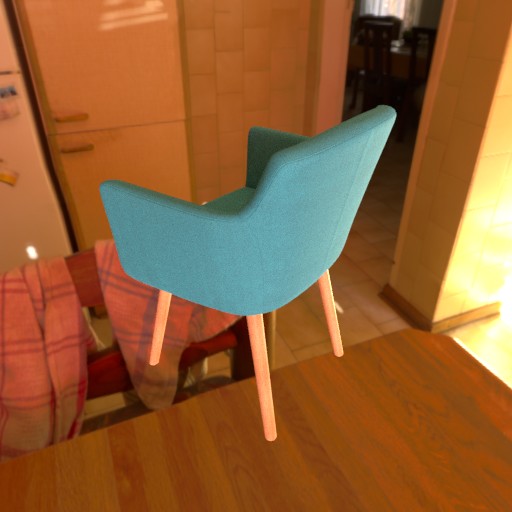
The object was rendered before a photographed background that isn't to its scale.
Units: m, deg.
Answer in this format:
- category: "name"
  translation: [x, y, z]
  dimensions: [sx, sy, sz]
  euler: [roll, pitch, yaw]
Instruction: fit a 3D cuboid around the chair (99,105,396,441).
- category: "chair"
  translation: [0.000, 0.000, 1.167]
  dimensions: [0.540, 0.780, 0.570]
  euler: [21, 37, 31]
